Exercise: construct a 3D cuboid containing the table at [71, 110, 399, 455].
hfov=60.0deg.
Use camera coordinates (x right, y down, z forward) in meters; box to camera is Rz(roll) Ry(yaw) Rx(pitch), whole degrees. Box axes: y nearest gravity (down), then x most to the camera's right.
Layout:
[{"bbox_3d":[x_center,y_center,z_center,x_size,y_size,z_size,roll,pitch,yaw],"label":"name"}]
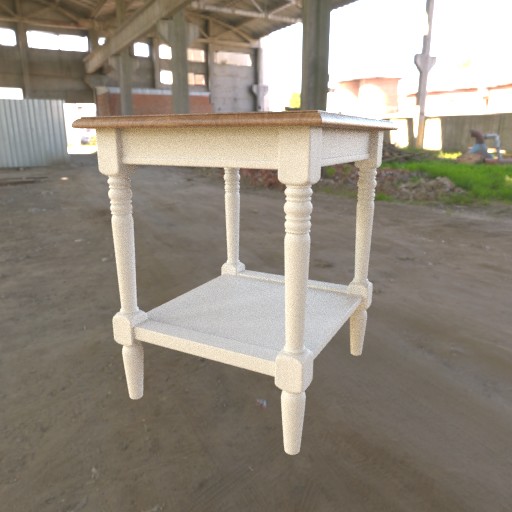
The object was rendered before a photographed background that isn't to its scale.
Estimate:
[{"bbox_3d":[0.000,0.000,0.952,0.457,0.561,0.508,8,17,27],"label":"table"}]
